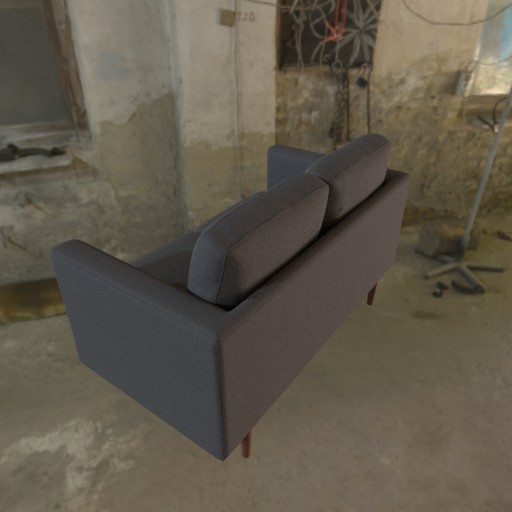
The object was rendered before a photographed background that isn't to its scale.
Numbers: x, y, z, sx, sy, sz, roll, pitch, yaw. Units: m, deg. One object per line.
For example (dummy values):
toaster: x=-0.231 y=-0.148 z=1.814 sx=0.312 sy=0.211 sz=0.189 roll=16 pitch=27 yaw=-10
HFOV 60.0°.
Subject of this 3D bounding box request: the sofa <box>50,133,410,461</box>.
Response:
sofa: x=0.000 y=0.000 z=1.940 sx=0.796 sy=0.908 sz=1.430 roll=21 pitch=38 yaw=30
